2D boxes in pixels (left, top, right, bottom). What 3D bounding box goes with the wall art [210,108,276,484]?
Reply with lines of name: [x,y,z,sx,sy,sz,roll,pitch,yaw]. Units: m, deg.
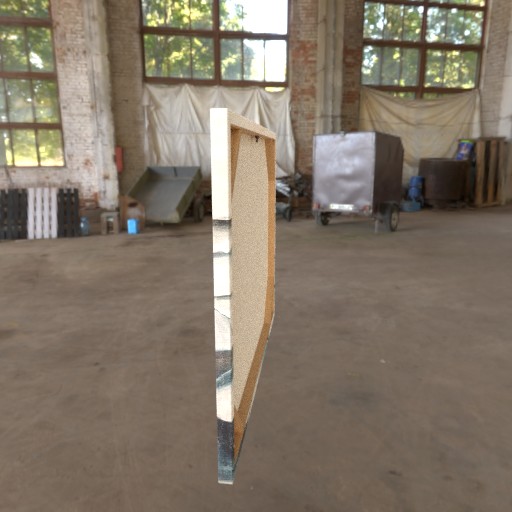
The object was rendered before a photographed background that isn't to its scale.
wall art: [0.000,0.000,1.616,0.039,0.915,1.219,2,13,7]
